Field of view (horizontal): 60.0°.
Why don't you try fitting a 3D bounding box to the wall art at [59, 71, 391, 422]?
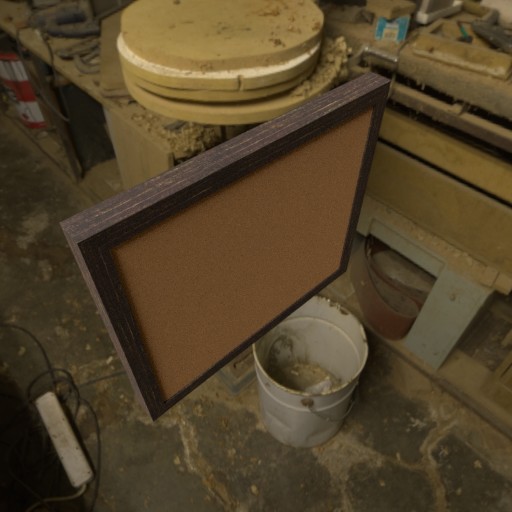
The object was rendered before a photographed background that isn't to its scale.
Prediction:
[{"bbox_3d":[0.000,0.000,0.541,0.381,0.330,0.031,-34,56,-27],"label":"wall art"}]
